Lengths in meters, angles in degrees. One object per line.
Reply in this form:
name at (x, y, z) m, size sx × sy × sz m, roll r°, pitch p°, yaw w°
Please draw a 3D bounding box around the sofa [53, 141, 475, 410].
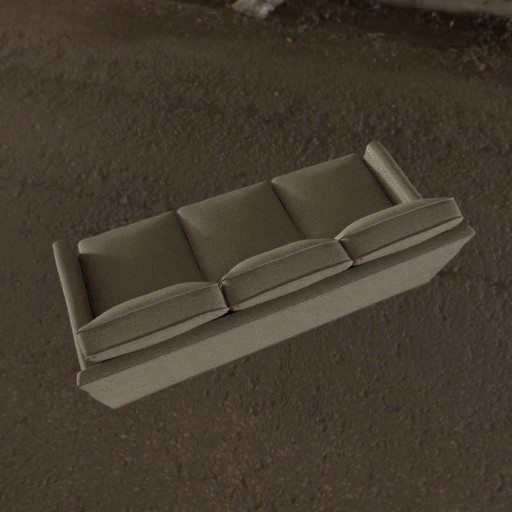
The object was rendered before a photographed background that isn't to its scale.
sofa at (0.000, 0.000, 2.739) m, size 2.246 × 1.003 × 1.084 m, roll -20°, pitch 60°, yaw -12°
